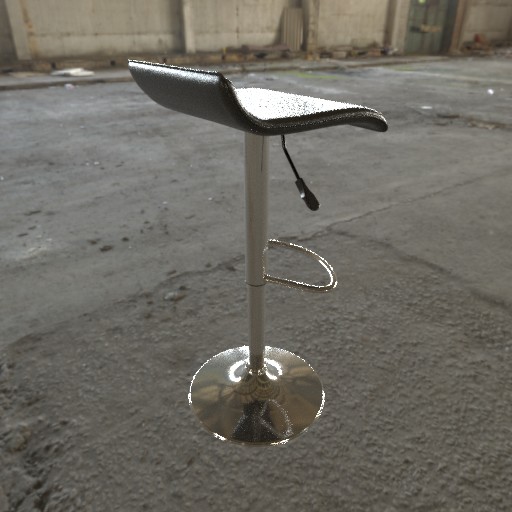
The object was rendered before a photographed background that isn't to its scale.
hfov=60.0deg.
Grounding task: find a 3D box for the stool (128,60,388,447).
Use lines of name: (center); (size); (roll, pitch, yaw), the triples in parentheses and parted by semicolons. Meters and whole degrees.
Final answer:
stool: (0.000, 0.000, 1.051); (0.381, 0.851, 0.381); (-18, 32, -31)
